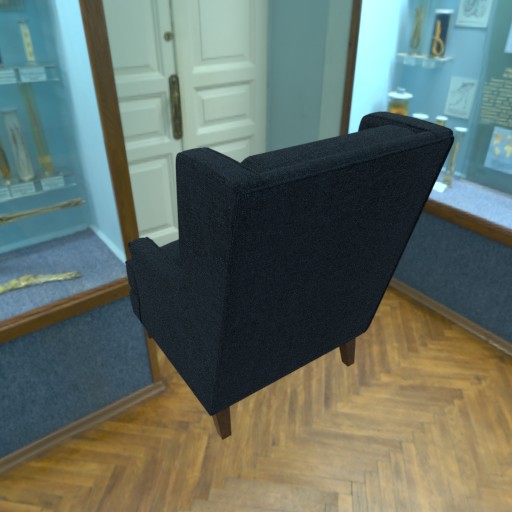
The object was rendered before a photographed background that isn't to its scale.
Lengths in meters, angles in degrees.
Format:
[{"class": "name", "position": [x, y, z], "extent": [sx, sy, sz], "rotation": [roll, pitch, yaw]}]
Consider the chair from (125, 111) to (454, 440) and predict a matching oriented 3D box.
[{"class": "chair", "position": [0.000, 0.000, 1.696], "extent": [0.764, 1.072, 0.947], "rotation": [-20, 36, -29]}]
